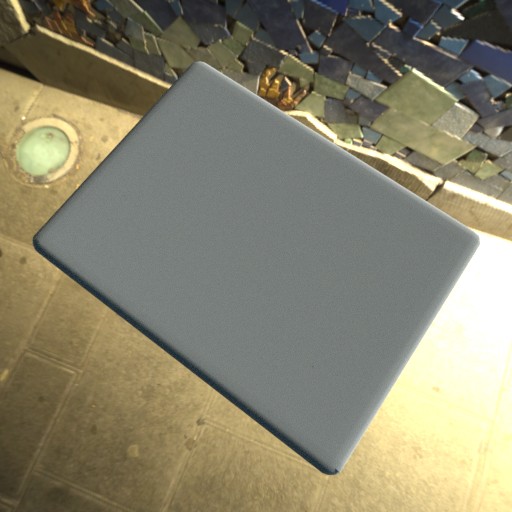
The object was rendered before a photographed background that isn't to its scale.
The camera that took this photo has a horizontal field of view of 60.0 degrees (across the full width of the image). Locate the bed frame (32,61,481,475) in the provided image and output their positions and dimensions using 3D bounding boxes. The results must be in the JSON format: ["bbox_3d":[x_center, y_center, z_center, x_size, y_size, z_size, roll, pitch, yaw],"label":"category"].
[{"bbox_3d":[0.000,0.000,2.751,2.037,0.677,1.528,35,77,9],"label":"bed frame"}]
